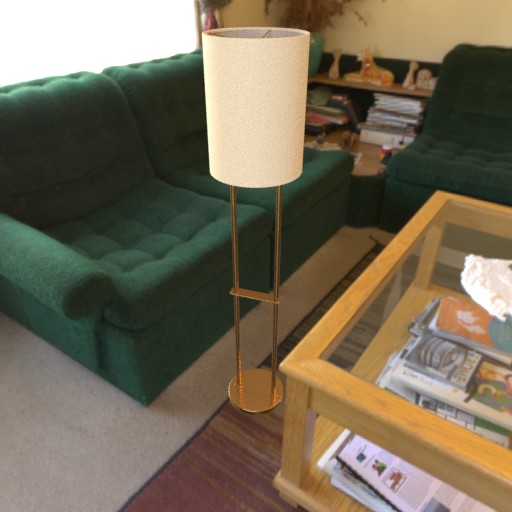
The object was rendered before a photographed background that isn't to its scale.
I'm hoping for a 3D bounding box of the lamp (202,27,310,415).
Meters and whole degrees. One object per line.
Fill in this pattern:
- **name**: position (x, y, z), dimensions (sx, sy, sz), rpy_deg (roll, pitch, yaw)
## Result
- **lamp**: position (0.000, 0.000, 1.657), dimensions (0.306, 1.500, 0.305), rpy_deg (10, 34, 15)
